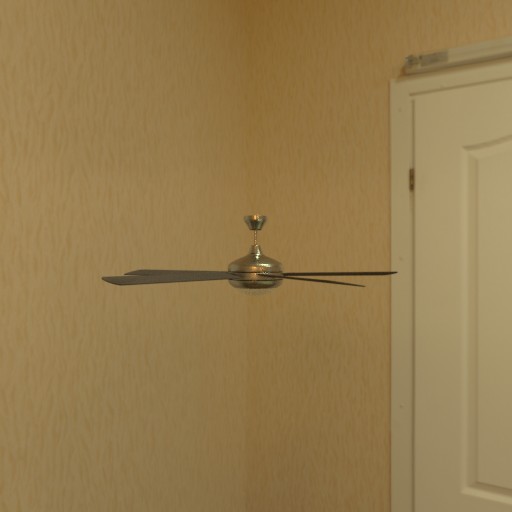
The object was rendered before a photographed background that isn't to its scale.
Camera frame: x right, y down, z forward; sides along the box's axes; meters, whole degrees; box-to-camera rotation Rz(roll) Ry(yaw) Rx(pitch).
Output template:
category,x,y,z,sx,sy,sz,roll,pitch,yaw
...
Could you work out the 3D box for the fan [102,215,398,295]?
category,x,y,z,sx,sy,sz,roll,pitch,yaw
fan,0.000,0.000,1.992,1.321,0.356,1.321,0,0,0
